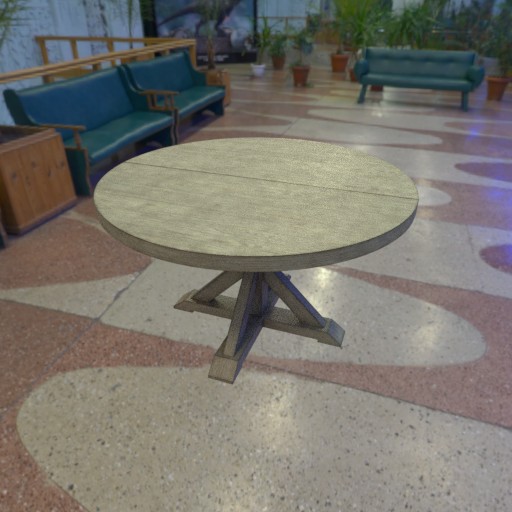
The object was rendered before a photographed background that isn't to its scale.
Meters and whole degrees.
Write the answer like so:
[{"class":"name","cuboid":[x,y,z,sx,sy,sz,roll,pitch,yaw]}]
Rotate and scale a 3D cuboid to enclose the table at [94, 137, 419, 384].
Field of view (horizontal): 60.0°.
[{"class":"table","cuboid":[0.000,0.000,2.140,1.363,0.781,1.363,0,30,0]}]
